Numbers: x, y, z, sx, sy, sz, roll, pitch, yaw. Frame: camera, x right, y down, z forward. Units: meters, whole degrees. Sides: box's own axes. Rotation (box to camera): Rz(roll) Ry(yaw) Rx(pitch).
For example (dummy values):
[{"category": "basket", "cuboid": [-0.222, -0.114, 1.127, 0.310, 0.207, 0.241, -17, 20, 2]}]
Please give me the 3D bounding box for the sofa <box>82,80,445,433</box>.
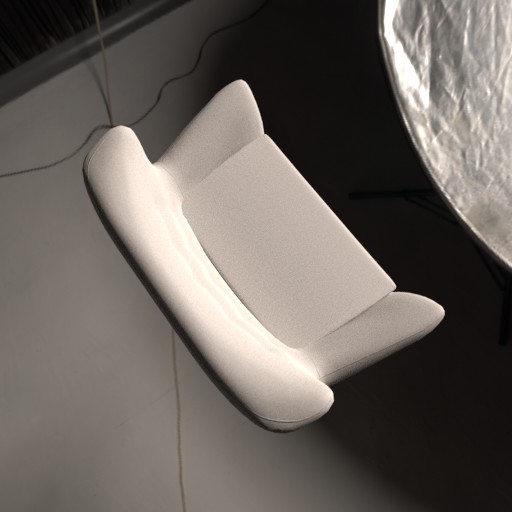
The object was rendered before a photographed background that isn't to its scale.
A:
[{"category": "sofa", "cuboid": [0.000, 0.000, 2.029, 0.921, 0.878, 1.424, -36, 77, -10]}]
